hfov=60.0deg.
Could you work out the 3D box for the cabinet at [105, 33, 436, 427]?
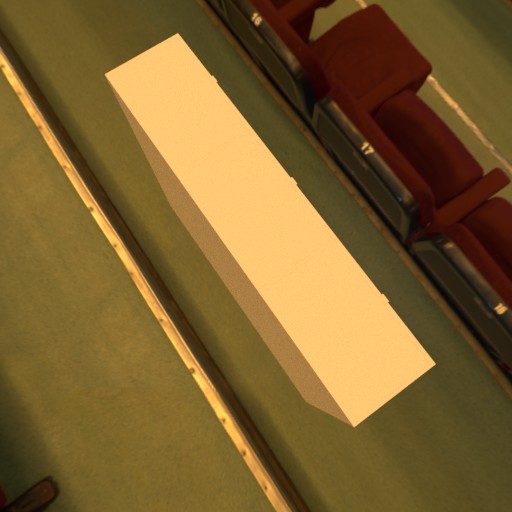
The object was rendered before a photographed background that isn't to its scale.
[{"bbox_3d":[0.000,0.000,3.866,0.590,2.370,2.700,-34,78,-9],"label":"cabinet"}]
